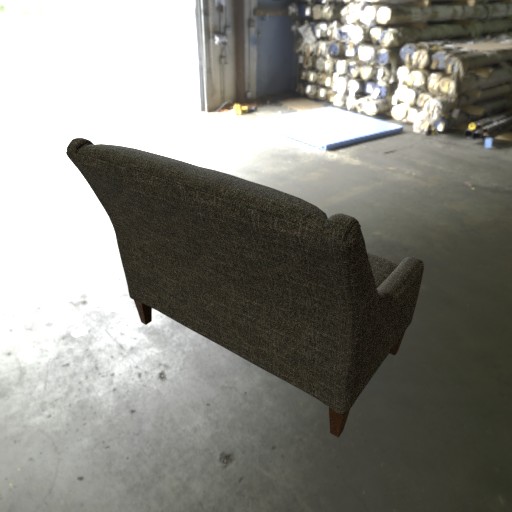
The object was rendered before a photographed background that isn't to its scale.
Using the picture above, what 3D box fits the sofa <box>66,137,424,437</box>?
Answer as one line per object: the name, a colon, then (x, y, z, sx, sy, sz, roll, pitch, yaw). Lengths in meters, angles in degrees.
sofa: (0.000, 0.000, 1.943, 1.242, 1.021, 0.870, 21, 37, 31)
